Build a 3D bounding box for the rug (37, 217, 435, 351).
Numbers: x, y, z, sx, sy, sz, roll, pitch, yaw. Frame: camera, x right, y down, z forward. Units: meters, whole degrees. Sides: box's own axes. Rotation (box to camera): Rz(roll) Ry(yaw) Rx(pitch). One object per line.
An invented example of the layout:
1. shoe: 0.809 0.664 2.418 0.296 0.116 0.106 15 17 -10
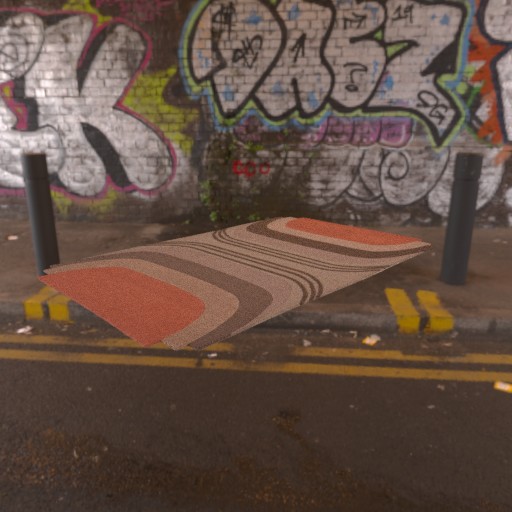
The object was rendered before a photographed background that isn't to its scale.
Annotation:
1. rug: 0.000 0.000 3.015 2.446 0.017 1.530 -16 23 -42
